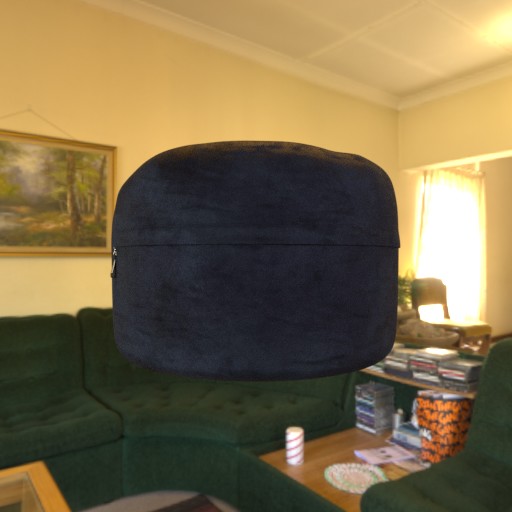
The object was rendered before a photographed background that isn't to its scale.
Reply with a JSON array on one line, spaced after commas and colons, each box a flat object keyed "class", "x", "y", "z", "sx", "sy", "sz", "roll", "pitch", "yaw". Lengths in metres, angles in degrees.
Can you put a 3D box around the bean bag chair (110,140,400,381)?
[{"class": "bean bag chair", "x": 0.000, "y": 0.000, "z": 1.474, "sx": 0.918, "sy": 0.616, "sz": 0.918, "roll": 0, "pitch": 0, "yaw": 0}]
